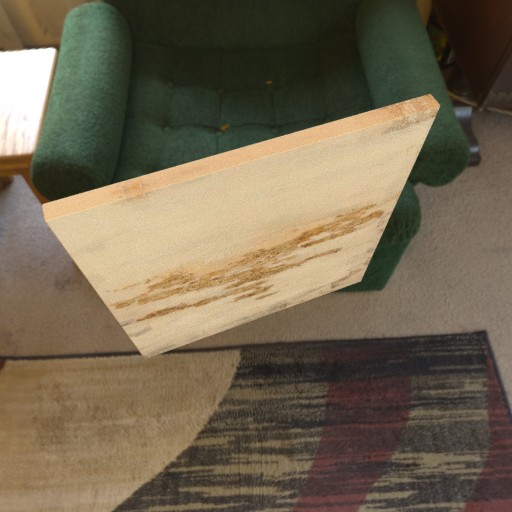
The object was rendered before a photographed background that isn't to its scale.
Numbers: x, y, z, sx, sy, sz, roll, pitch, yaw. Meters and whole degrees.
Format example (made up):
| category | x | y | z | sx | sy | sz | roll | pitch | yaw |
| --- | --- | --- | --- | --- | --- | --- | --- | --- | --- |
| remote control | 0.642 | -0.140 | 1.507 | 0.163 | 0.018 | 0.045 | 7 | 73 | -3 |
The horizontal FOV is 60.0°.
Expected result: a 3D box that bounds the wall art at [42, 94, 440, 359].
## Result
| category | x | y | z | sx | sy | sz | roll | pitch | yaw |
| --- | --- | --- | --- | --- | --- | --- | --- | --- | --- |
| wall art | 0.000 | 0.000 | 1.126 | 0.753 | 0.755 | 0.038 | -18 | 62 | -10 |
